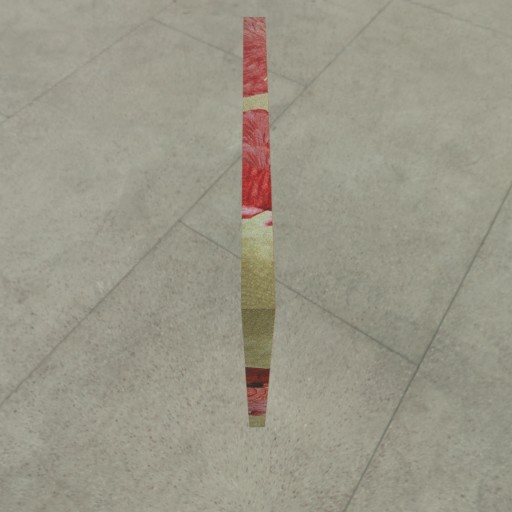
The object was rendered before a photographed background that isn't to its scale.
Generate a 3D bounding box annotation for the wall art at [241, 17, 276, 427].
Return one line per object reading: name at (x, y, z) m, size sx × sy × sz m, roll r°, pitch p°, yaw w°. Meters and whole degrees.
wall art at (0.000, 0.000, 0.677) m, size 0.028 × 0.508 × 0.406 m, roll 0°, pitch 59°, yaw 0°
